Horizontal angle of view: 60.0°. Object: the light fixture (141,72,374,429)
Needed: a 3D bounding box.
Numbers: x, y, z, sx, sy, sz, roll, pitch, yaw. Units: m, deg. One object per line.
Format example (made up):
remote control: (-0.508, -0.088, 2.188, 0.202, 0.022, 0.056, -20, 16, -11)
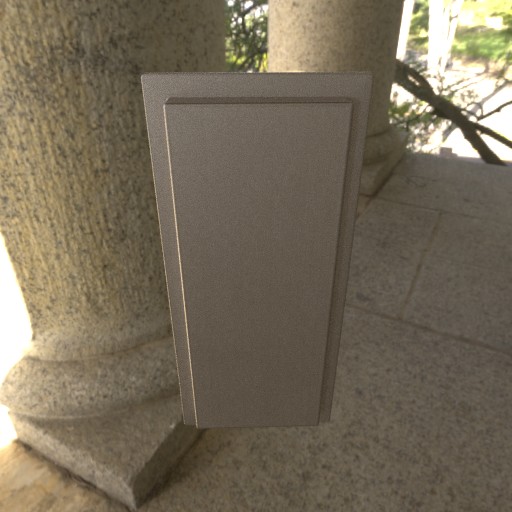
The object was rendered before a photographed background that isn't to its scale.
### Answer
light fixture: (0.000, 0.000, 0.469, 0.168, 0.380, 0.160, -1, 31, -1)
